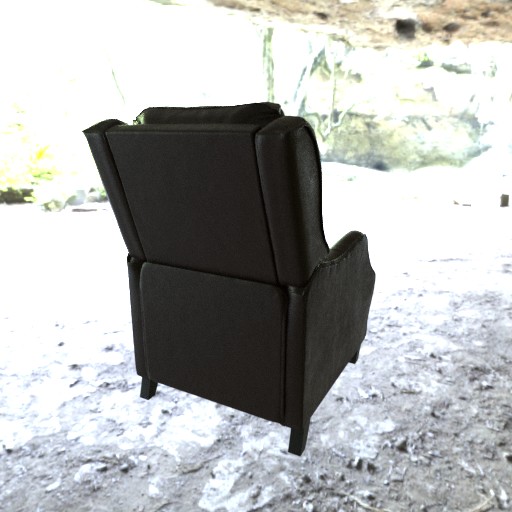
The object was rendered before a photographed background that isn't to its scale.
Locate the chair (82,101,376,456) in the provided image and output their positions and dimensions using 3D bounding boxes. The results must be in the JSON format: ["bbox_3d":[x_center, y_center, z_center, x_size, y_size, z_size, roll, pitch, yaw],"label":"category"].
[{"bbox_3d":[0.000,0.000,1.779,0.770,1.132,0.982,9,18,28],"label":"chair"}]
